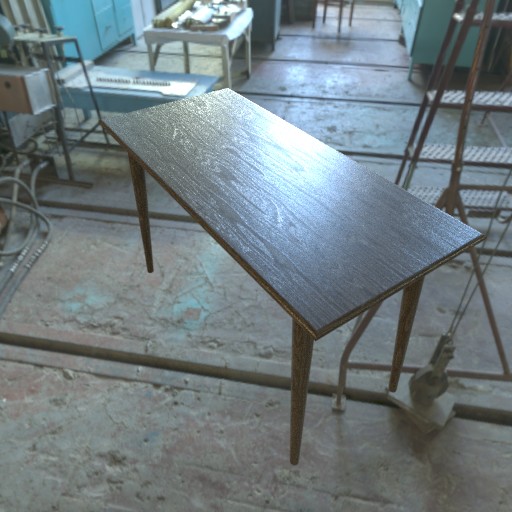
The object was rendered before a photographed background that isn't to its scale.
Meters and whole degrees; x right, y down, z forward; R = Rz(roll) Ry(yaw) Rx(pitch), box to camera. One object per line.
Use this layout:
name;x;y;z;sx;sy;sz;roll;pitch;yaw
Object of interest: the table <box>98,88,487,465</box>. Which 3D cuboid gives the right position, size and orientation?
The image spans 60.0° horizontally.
table;0.000;0.000;1.709;0.599;0.780;1.300;-24;47;-26
